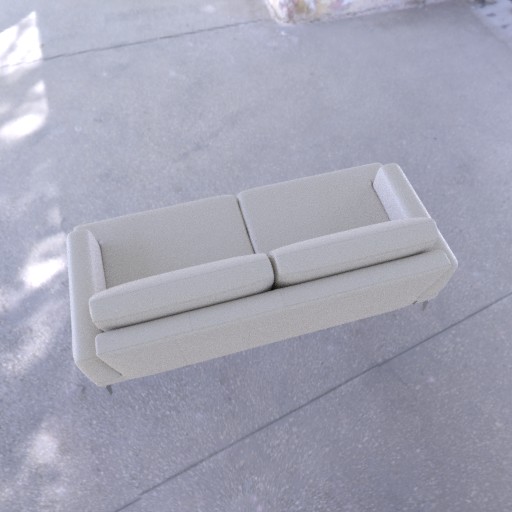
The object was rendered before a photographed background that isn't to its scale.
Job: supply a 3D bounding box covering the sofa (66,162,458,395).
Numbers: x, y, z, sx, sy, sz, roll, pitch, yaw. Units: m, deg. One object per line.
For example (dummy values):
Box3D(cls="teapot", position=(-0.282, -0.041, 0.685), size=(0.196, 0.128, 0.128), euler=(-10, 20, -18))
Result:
Box3D(cls="sofa", position=(0.000, 0.000, 2.436), size=(1.940, 0.765, 0.974), euler=(-13, 59, -8))
